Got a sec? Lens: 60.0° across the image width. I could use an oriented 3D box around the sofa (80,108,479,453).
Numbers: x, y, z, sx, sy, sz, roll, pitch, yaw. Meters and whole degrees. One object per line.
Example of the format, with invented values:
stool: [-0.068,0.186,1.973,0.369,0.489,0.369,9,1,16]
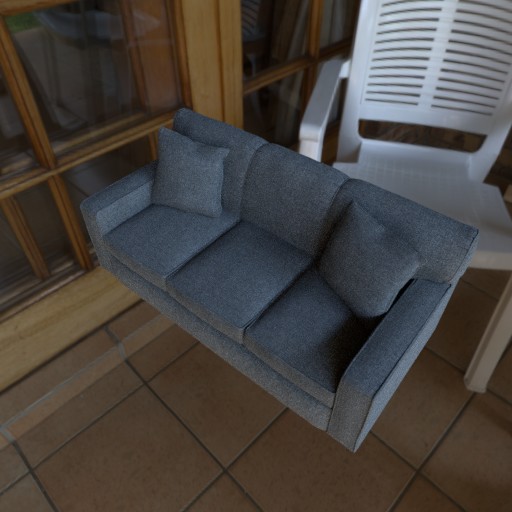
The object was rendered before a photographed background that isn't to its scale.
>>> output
sofa: [0.000,0.000,2.585,2.024,0.958,0.997,30,52,27]
